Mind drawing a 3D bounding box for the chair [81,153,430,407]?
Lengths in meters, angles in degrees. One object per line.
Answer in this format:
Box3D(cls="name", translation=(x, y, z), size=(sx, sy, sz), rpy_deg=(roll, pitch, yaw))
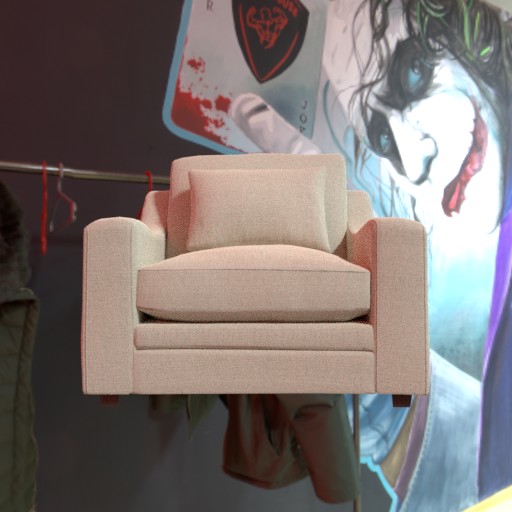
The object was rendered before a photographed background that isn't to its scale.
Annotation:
Box3D(cls="chair", translation=(0.000, 0.000, 1.947), size=(1.178, 1.016, 1.009), rpy_deg=(0, 0, 1))
